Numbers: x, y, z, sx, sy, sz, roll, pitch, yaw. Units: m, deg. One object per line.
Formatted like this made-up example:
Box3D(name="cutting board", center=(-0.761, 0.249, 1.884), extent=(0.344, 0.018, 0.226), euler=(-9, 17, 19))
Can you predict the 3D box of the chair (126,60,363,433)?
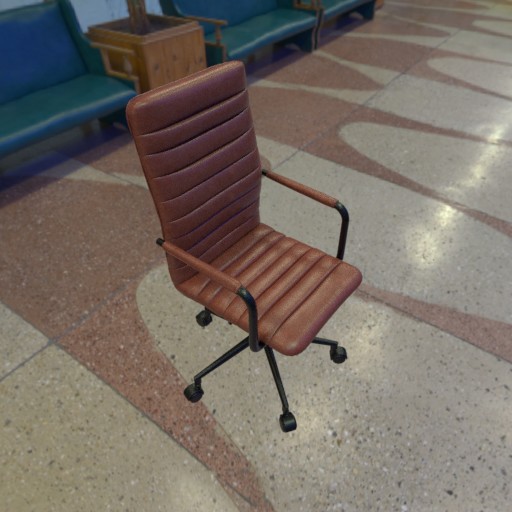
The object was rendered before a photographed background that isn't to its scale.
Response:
Box3D(name="chair", center=(0.000, 0.000, 1.345), extent=(0.580, 0.979, 0.608), euler=(27, 47, 28))
